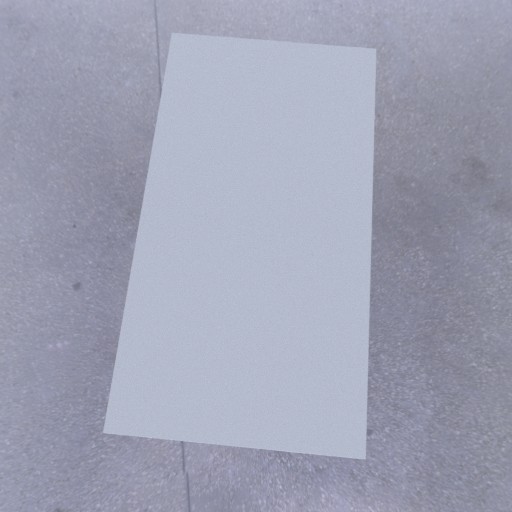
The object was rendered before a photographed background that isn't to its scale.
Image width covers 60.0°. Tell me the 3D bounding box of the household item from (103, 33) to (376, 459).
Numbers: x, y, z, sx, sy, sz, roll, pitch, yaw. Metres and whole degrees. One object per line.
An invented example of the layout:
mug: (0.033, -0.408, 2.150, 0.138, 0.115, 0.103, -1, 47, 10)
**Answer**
household item: (0.000, 0.000, 1.507, 0.597, 0.749, 1.100, 5, 75, 1)
